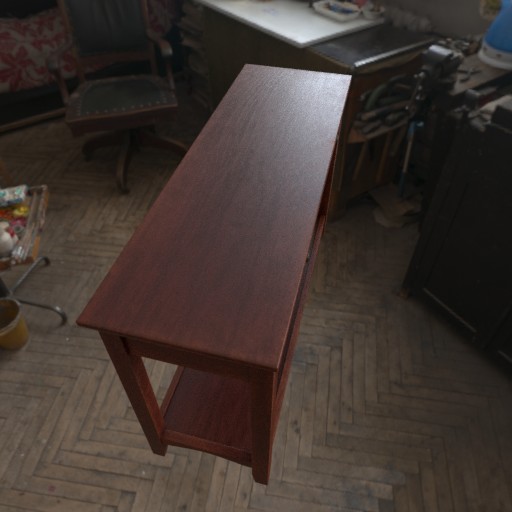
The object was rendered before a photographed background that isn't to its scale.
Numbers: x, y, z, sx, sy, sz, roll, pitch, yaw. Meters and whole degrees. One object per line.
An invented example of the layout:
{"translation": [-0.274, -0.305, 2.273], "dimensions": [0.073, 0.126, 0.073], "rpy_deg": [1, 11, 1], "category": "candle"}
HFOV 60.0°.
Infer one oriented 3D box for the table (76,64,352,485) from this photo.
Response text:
{"translation": [0.000, 0.000, 1.461], "dimensions": [0.392, 0.739, 1.188], "rpy_deg": [11, 47, 10], "category": "table"}
